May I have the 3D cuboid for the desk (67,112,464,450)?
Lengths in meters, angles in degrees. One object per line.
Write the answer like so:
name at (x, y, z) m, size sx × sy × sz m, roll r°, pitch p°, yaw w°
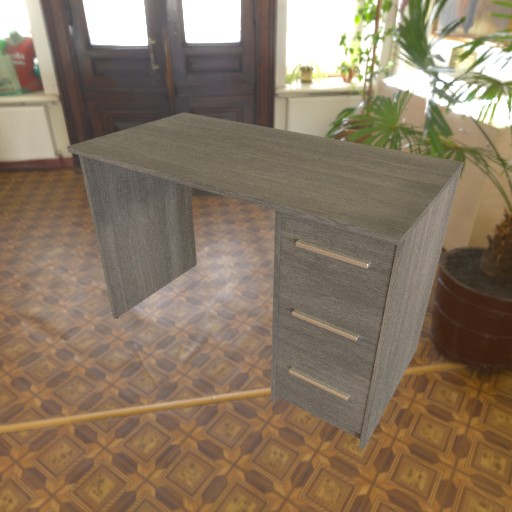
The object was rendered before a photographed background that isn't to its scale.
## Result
desk at (0.000, 0.000, 1.556) m, size 1.097 × 0.735 × 0.560 m, roll 19°, pitch 36°, yaw 29°
